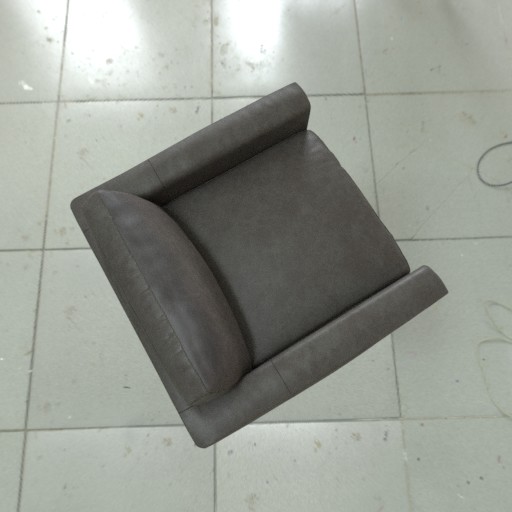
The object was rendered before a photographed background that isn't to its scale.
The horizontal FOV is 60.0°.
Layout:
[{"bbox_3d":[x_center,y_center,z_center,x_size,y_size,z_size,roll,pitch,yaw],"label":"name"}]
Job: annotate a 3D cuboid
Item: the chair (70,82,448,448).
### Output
[{"bbox_3d":[0.000,0.000,1.829,1.080,0.807,1.106,-30,77,-8],"label":"chair"}]
